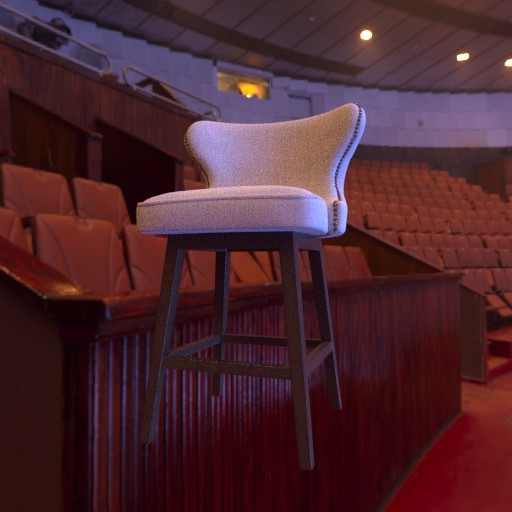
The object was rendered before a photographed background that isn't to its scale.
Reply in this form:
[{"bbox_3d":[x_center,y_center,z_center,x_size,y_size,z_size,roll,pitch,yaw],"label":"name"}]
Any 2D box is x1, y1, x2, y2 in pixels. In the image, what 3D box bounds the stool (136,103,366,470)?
[{"bbox_3d":[0.000,0.000,1.323,0.615,0.972,0.597,0,-1,20],"label":"stool"}]
